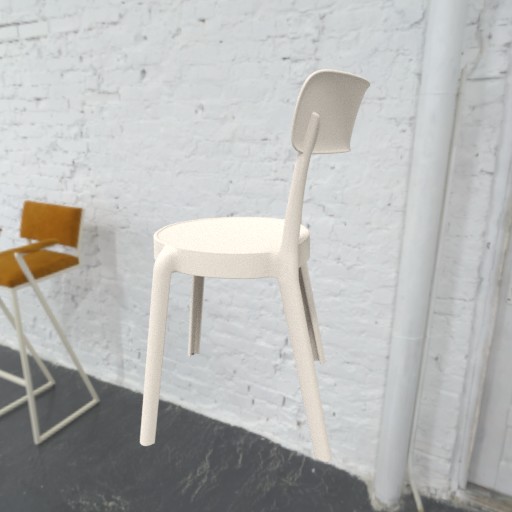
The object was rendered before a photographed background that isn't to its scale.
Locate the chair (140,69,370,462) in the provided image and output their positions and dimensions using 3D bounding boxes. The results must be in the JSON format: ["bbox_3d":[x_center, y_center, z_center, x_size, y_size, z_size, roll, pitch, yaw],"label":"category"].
[{"bbox_3d":[0.000,0.000,1.090,0.491,0.790,0.506,2,16,7],"label":"chair"}]
